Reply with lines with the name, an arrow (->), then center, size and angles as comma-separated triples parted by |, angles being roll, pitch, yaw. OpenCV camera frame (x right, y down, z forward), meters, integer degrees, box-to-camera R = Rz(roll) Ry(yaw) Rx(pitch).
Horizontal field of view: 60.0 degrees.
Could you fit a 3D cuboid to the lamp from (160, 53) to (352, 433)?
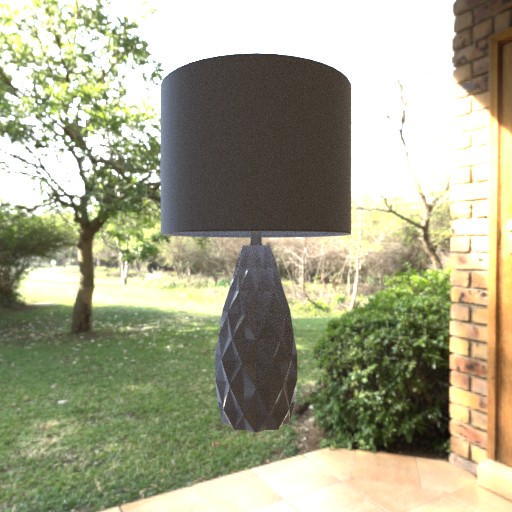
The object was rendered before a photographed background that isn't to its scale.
lamp -> 0.000, 0.000, 0.707 | 0.297, 0.522, 0.297 | 0, 1, 0
